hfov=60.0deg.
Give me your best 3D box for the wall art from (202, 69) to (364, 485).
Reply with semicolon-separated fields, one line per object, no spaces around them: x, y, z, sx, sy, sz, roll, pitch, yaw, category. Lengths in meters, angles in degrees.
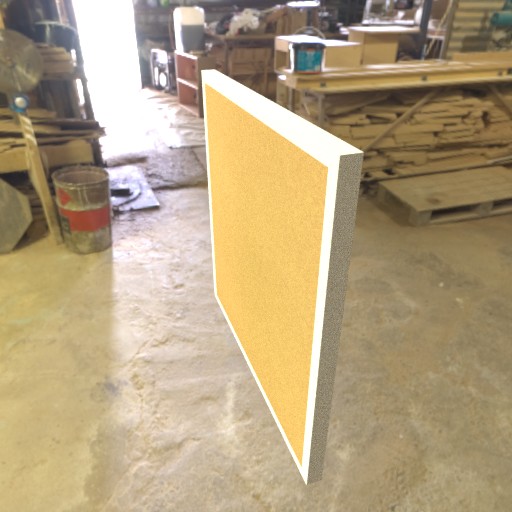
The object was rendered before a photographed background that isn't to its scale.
0.000;0.000;1.109;0.038;0.761;0.763;-11;33;-17;wall art
